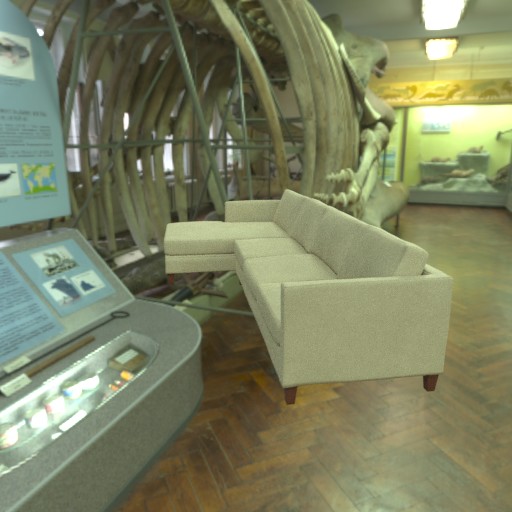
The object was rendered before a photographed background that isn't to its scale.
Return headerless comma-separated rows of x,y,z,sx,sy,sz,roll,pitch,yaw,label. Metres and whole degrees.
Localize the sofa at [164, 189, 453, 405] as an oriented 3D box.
0.000,0.000,3.789,1.625,0.846,3.186,-2,15,-9,sofa
